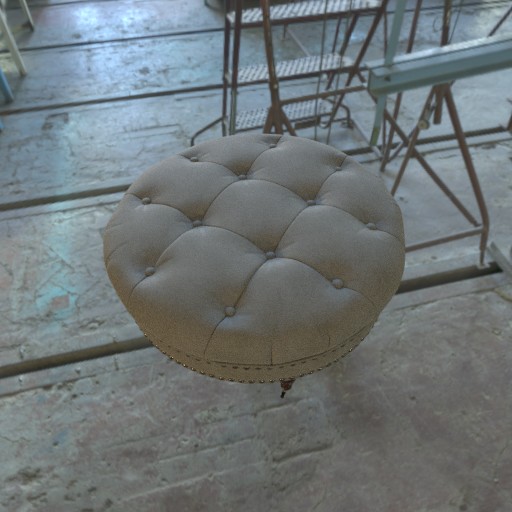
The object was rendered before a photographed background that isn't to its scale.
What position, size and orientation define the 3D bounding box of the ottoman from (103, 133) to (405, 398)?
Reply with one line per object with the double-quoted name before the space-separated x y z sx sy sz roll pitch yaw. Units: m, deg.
"ottoman" 0.000 0.000 1.437 0.901 0.439 0.901 0 48 0
